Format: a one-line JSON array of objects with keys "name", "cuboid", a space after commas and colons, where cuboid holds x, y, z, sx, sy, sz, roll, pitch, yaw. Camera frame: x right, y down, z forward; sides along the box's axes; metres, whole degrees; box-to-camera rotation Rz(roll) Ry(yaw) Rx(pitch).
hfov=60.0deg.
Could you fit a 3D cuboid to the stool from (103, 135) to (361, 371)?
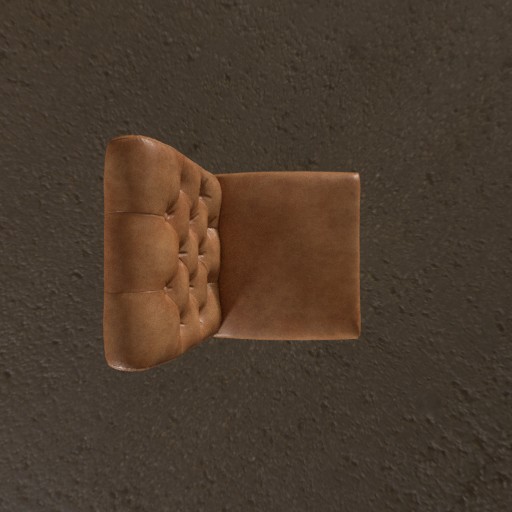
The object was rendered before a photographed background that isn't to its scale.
[{"name": "stool", "cuboid": [0.000, 0.000, 1.369, 0.601, 1.047, 0.493, 0, 89, 1]}]
